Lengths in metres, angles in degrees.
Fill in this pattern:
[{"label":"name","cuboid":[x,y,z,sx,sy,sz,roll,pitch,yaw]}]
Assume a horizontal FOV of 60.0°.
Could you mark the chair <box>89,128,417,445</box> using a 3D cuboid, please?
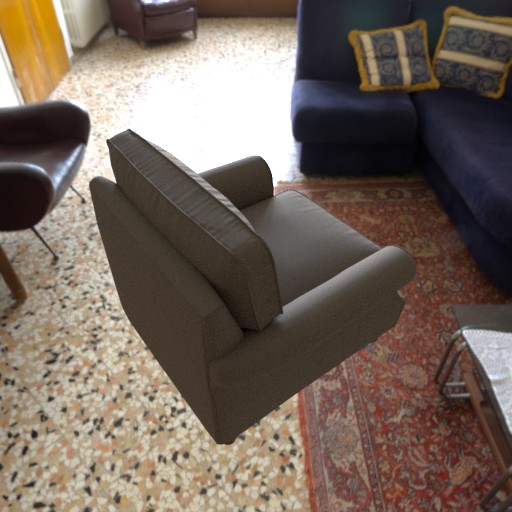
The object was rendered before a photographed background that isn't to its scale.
[{"label":"chair","cuboid":[0.000,0.000,1.795,0.966,0.967,1.029,-26,48,-27]}]
